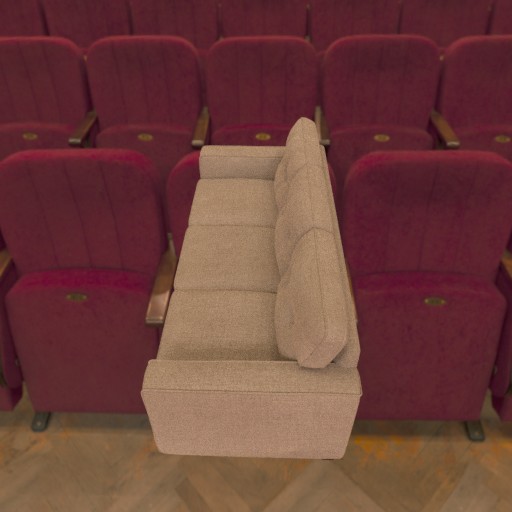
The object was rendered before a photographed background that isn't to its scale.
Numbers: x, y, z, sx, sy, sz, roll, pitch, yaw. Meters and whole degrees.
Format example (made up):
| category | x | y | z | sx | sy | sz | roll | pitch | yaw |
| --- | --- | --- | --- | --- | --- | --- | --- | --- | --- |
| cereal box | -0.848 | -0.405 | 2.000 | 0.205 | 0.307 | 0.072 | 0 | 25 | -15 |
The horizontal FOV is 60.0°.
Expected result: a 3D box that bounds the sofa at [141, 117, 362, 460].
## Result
| category | x | y | z | sx | sy | sz | roll | pitch | yaw |
| --- | --- | --- | --- | --- | --- | --- | --- | --- | --- |
| sofa | 0.000 | 0.000 | 2.709 | 0.939 | 0.965 | 2.133 | 1 | 42 | 1 |
